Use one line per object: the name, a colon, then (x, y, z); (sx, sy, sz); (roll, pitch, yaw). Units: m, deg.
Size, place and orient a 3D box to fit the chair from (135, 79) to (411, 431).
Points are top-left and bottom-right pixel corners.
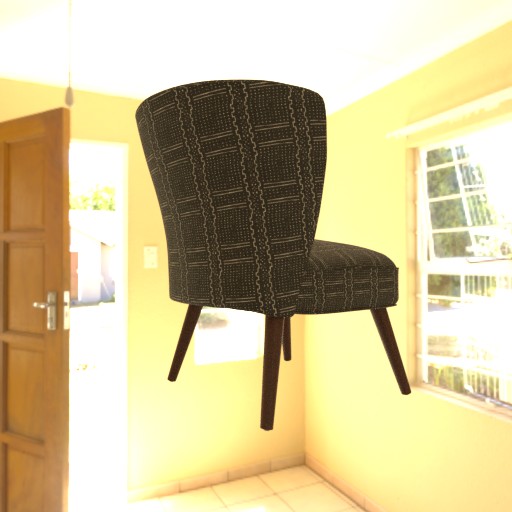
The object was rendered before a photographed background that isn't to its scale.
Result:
chair: (0.000, 0.000, 1.417); (0.758, 0.866, 0.710); (1, -1, -35)
